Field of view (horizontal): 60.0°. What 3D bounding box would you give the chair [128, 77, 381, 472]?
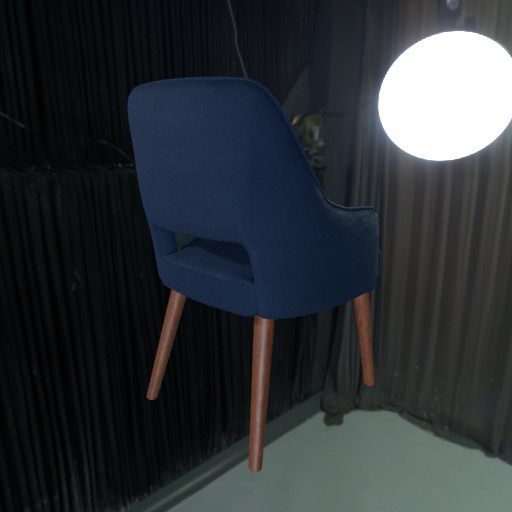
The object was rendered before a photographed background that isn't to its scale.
[{"bbox_3d":[0.000,0.000,1.196,0.559,0.844,0.591,14,21,42],"label":"chair"}]
